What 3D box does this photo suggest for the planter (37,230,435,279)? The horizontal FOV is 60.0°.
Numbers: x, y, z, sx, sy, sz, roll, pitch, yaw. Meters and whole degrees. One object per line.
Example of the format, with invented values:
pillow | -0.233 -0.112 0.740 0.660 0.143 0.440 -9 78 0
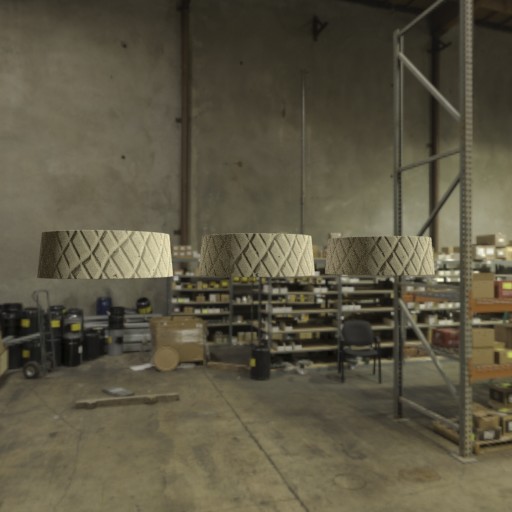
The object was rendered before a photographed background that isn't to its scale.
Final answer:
planter | 0.000 0.000 0.437 0.390 0.038 0.114 0 -1 -18
